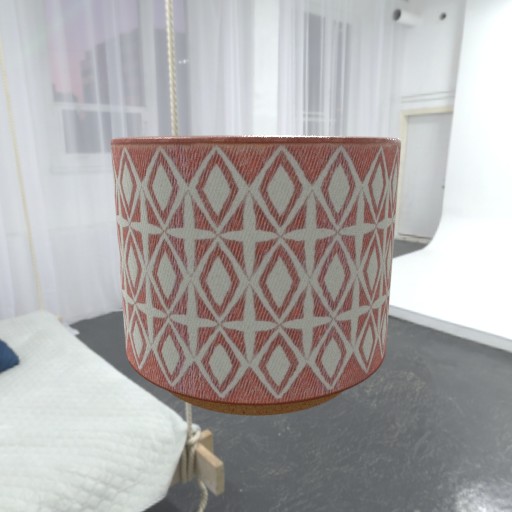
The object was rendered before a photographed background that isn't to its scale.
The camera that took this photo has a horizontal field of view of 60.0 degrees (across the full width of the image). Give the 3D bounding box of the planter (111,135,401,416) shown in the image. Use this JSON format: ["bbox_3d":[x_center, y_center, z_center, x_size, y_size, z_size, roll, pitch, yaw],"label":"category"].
[{"bbox_3d":[0.000,0.000,0.465,0.273,0.237,0.273,0,14,0],"label":"planter"}]
